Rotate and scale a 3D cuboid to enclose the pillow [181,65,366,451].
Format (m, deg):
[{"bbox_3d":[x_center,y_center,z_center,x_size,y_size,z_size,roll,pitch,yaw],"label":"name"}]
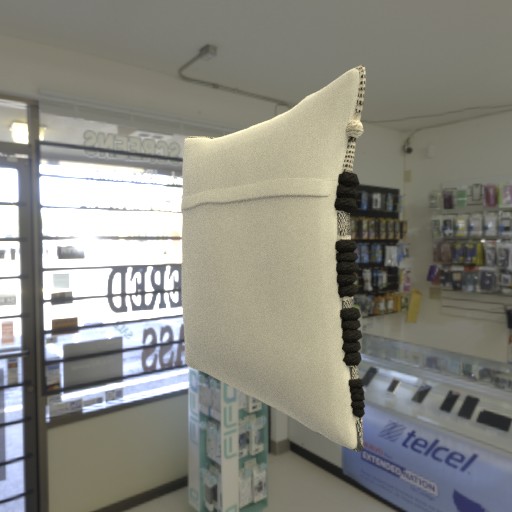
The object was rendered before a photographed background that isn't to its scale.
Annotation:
[{"bbox_3d":[0.000,0.000,0.677,0.156,0.438,0.436,-1,2,-35],"label":"pillow"}]
